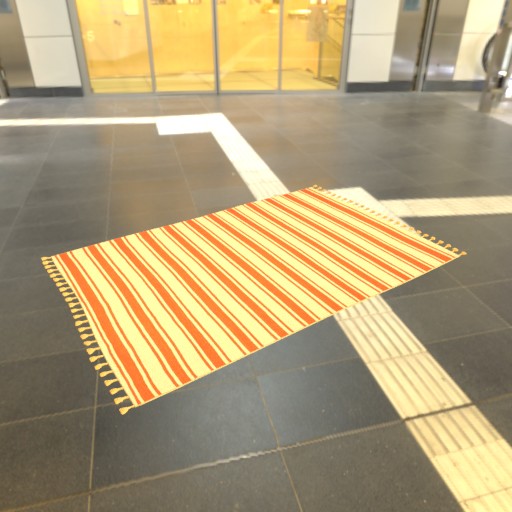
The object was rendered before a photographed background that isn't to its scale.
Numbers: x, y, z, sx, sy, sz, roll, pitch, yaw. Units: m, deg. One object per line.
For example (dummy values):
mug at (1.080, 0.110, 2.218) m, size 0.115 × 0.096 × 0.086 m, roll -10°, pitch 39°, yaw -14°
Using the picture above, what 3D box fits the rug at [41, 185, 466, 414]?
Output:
rug at (0.000, 0.000, 2.983) m, size 2.433 × 0.022 × 1.556 m, roll -19°, pitch 35°, yaw -29°
